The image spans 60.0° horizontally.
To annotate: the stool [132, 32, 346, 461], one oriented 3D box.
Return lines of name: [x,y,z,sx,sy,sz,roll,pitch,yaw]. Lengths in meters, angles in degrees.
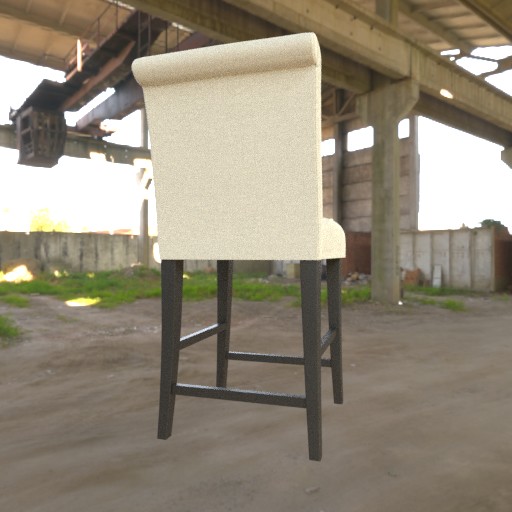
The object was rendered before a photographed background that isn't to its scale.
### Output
stool: [0.000,0.000,1.280,0.452,0.976,0.597,0,0,17]
